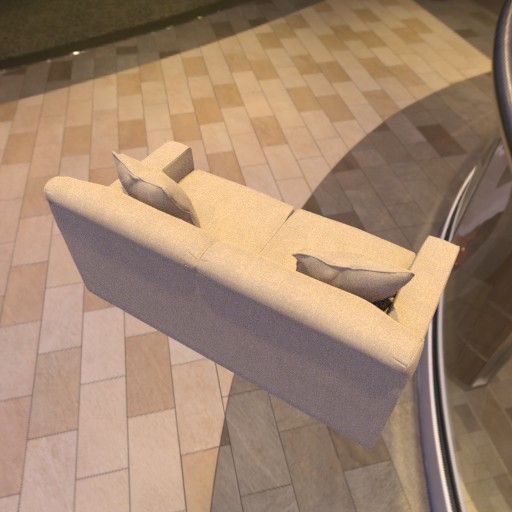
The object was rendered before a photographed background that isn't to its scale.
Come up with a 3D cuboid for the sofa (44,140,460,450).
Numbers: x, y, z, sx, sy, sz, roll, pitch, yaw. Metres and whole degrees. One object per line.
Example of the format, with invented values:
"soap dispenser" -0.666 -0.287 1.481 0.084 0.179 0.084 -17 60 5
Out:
"sofa" 0.000 0.000 2.383 1.846 0.958 0.998 24 52 20
